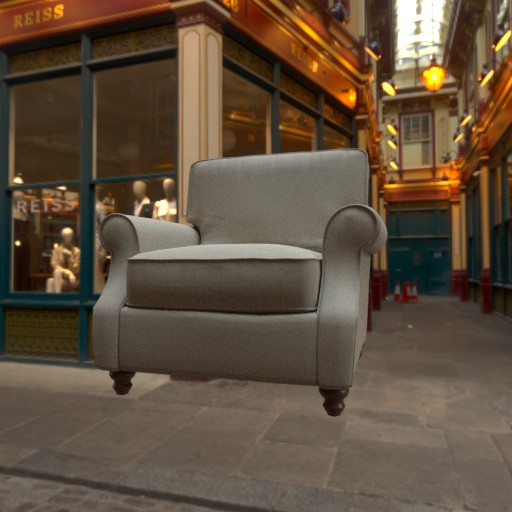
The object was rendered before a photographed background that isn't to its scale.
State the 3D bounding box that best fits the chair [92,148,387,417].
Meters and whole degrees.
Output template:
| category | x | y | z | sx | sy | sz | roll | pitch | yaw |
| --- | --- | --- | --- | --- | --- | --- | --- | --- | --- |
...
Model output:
| category | x | y | z | sx | sy | sz | roll | pitch | yaw |
| --- | --- | --- | --- | --- | --- | --- | --- | --- | --- |
| chair | 0.000 | 0.000 | 1.812 | 1.029 | 0.967 | 0.966 | 0 | -1 | 17 |
